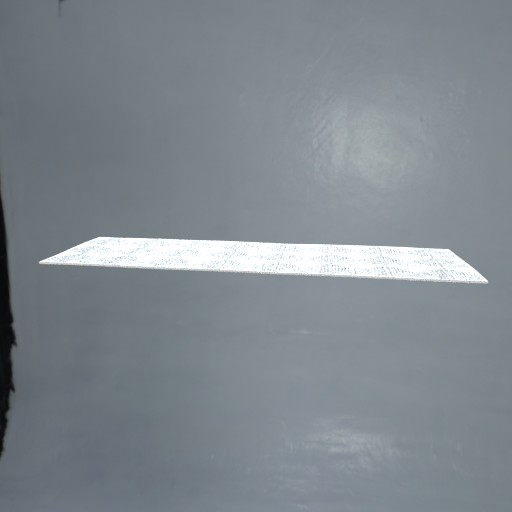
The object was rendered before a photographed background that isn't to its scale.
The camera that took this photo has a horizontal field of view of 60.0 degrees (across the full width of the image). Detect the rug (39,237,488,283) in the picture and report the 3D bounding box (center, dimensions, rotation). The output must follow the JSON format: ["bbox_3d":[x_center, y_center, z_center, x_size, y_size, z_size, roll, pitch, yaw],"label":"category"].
[{"bbox_3d":[0.000,0.000,2.425,2.182,0.015,0.645,2,14,9],"label":"rug"}]
